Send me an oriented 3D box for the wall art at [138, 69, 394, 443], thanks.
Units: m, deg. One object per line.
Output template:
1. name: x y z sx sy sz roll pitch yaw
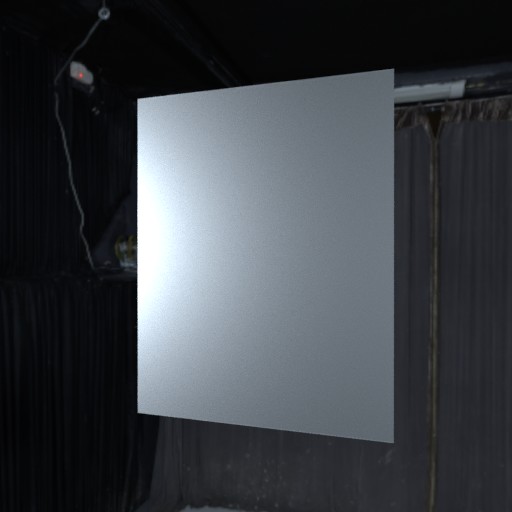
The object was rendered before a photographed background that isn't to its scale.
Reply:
1. wall art: 0.000 0.000 1.374 0.816 1.046 0.030 0 0 17
